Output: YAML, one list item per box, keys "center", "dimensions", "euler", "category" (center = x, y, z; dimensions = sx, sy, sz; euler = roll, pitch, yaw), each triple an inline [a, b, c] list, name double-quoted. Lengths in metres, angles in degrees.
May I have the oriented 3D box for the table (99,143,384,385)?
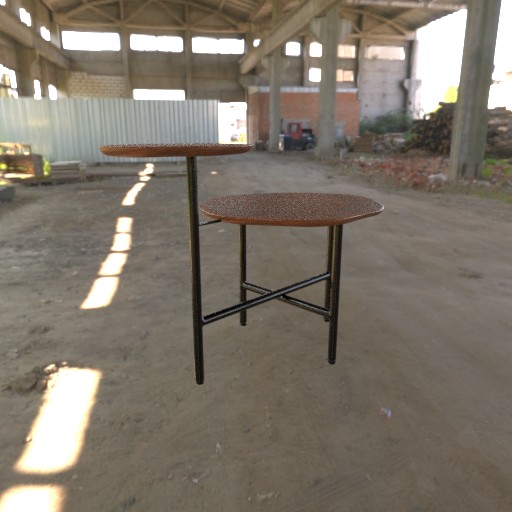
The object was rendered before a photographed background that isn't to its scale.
- center: [0.000, 0.000, 1.092]
  dimensions: [0.759, 0.538, 0.442]
  euler: [-14, 21, -42]
  category: "table"
